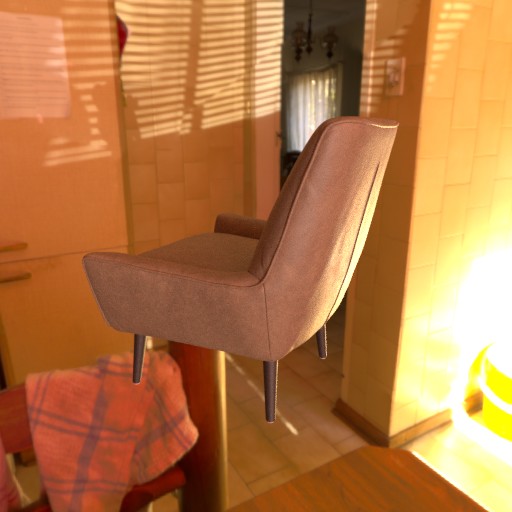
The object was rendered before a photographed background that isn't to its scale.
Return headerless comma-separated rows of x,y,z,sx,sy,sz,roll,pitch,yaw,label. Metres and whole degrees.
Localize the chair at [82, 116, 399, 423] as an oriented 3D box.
0.000,0.000,1.494,0.824,0.888,0.787,9,18,28,chair
